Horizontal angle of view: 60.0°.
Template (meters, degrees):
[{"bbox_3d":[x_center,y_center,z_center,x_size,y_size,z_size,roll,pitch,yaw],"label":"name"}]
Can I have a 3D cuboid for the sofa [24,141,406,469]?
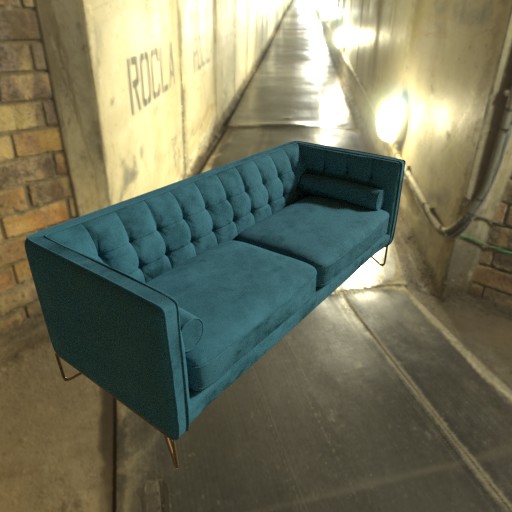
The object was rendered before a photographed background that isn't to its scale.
[{"bbox_3d":[0.000,0.000,2.482,0.867,0.789,2.087,20,34,32],"label":"sofa"}]
